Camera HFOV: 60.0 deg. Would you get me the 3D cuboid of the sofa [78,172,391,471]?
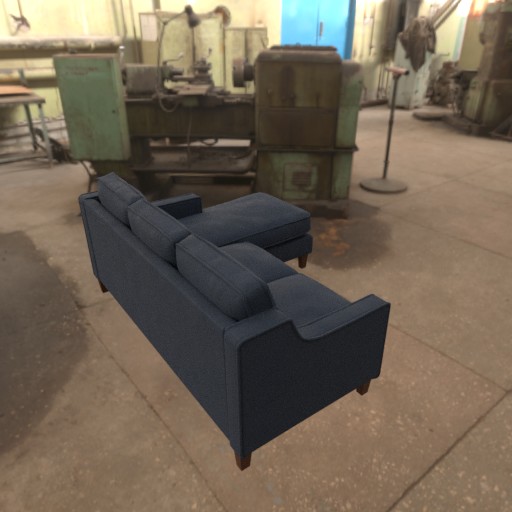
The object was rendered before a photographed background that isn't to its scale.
[{"bbox_3d":[0.000,0.000,3.334,1.858,1.066,2.317,-18,32,-31],"label":"sofa"}]
